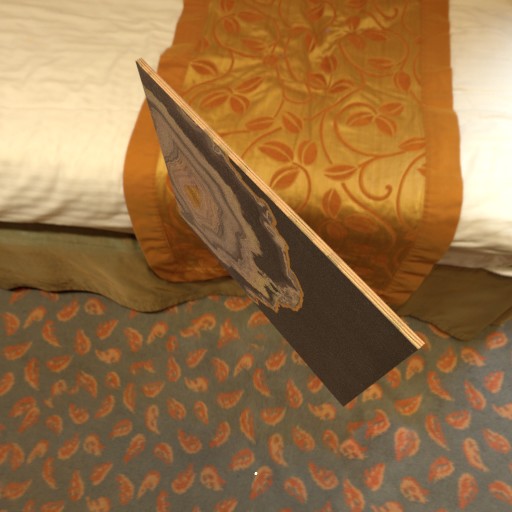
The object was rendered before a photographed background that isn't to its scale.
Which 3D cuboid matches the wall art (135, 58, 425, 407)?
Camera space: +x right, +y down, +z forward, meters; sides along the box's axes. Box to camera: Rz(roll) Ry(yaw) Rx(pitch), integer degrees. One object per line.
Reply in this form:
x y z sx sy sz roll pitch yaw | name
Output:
0.000 0.000 0.697 0.010 0.408 0.508 -36 69 -16 | wall art
